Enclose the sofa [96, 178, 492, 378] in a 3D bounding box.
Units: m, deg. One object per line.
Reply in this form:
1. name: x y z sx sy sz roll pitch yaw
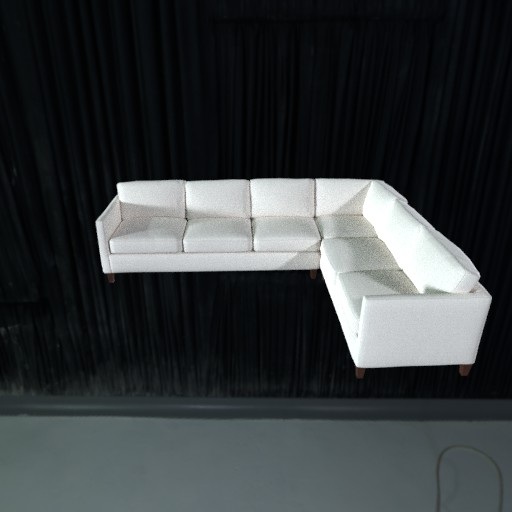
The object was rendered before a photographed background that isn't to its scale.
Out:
1. sofa: 0.000 0.000 4.327 3.302 0.947 2.593 -1 26 -2
